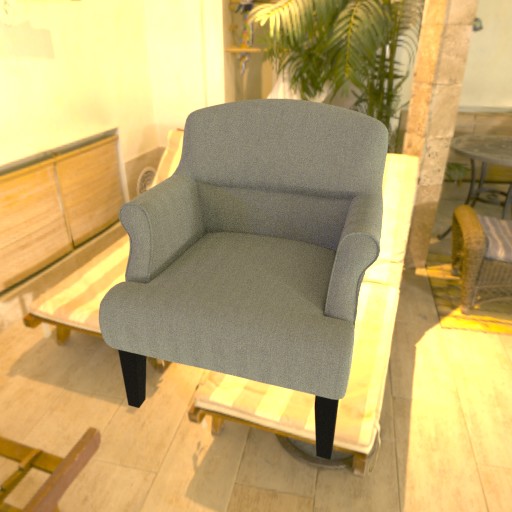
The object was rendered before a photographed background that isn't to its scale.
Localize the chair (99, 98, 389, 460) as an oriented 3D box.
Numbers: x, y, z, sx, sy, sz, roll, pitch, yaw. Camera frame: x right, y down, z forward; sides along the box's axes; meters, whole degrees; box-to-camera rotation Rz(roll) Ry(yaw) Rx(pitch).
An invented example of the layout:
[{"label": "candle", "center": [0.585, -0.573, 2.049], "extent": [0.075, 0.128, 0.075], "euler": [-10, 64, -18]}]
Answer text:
[{"label": "chair", "center": [0.000, 0.000, 1.444], "extent": [0.772, 0.880, 0.755], "euler": [9, 29, 16]}]
